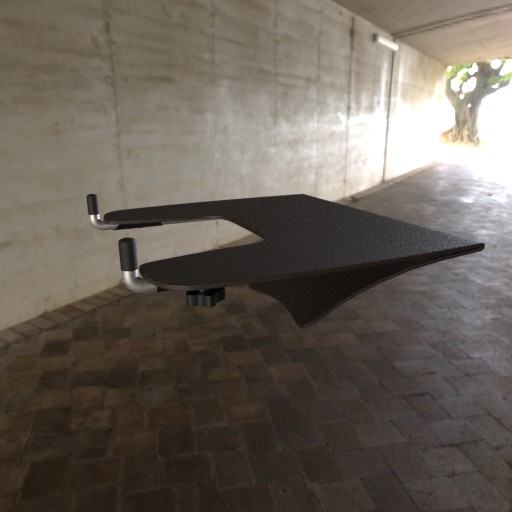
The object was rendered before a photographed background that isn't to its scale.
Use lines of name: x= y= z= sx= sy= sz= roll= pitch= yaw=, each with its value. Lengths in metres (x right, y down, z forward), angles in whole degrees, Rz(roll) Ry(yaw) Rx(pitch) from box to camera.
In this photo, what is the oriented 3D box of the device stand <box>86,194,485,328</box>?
device stand: x=0.000 y=0.000 z=0.353 sx=0.230 sy=0.092 sz=0.230 roll=-8 pitch=19 yaw=-24
